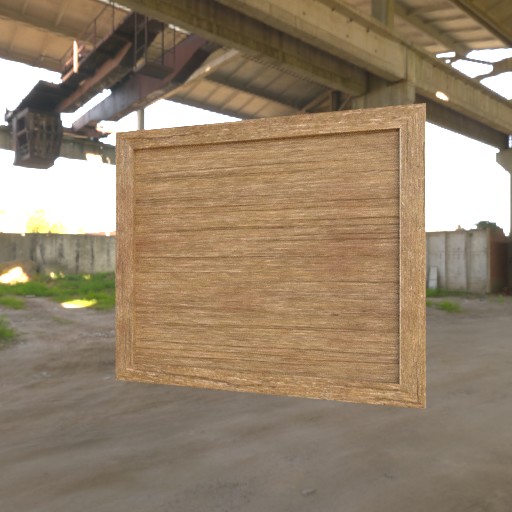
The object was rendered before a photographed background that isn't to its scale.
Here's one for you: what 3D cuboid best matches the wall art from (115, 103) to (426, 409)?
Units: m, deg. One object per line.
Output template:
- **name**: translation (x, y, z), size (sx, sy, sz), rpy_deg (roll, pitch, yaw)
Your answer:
- **wall art**: translation (0.000, 0.000, 0.964), size (0.690, 0.588, 0.026), rpy_deg (0, 0, 17)
